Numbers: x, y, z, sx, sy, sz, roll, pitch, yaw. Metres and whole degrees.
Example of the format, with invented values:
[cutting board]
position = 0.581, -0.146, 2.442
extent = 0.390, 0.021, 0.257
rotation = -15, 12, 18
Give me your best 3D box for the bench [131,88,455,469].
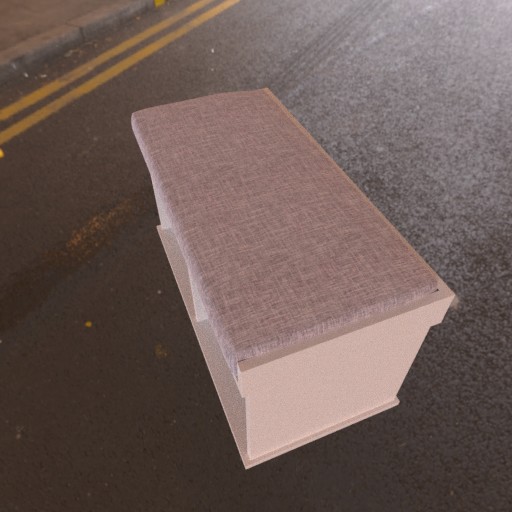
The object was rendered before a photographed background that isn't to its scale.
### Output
[bench]
position = 0.000, 0.000, 1.011
extent = 0.362, 0.461, 0.734
rotation = -16, 49, -15
